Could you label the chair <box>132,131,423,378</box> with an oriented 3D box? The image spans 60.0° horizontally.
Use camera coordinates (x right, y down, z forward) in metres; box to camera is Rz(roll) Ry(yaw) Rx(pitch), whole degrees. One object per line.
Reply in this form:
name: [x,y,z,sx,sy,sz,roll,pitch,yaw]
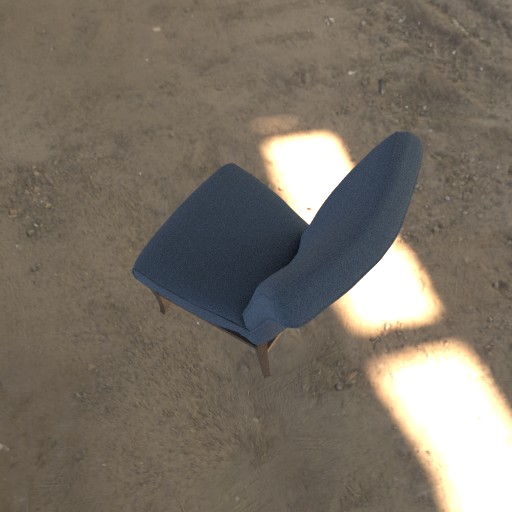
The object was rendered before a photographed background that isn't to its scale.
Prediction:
chair: [0.000,0.000,1.371,0.660,0.991,0.520,33,69,14]
